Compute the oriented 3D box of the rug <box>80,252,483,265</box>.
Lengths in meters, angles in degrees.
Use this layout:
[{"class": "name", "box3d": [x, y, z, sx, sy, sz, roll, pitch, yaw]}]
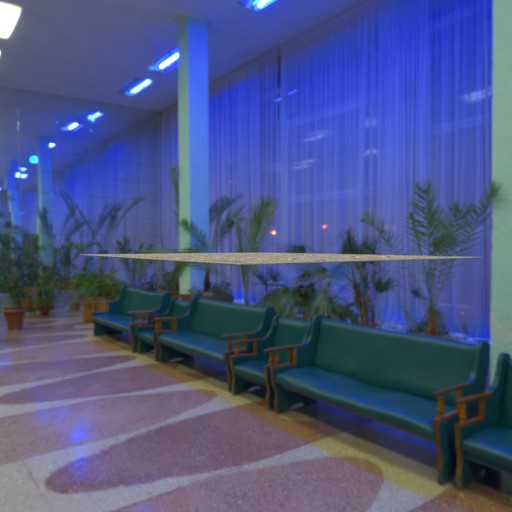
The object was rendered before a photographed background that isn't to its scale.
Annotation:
[{"class": "rug", "box3d": [0.000, 0.000, 4.179, 2.425, 0.008, 3.035, -1, 2, -36]}]
